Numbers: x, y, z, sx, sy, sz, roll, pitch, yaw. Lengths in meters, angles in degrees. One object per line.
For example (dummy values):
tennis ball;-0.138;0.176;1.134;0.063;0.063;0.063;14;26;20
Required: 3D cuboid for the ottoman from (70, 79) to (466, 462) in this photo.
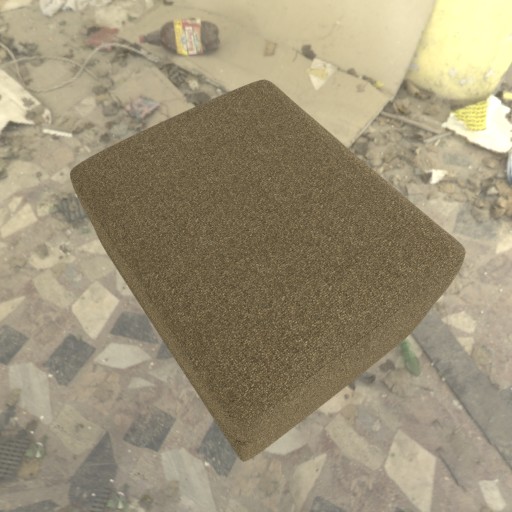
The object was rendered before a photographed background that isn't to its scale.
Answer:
ottoman;0.000;0.000;1.119;0.598;0.476;0.742;-31;63;-18
